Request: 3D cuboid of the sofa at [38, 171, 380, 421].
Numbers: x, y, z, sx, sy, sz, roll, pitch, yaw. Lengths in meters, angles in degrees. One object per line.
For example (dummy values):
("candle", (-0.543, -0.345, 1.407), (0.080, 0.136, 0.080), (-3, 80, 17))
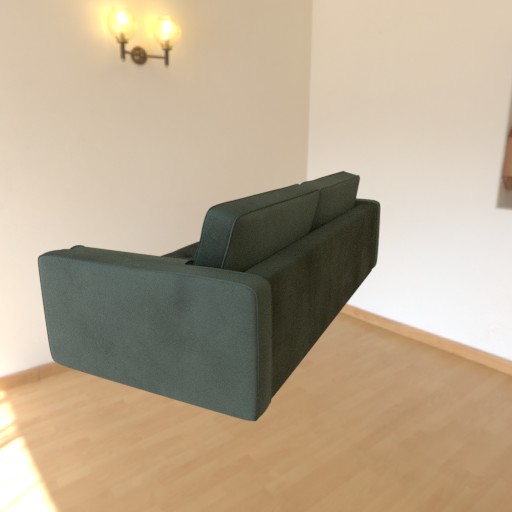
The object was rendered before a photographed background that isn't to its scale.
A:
("sofa", (0.000, 0.000, 2.276), (0.916, 0.772, 1.880), (7, 17, 25))
